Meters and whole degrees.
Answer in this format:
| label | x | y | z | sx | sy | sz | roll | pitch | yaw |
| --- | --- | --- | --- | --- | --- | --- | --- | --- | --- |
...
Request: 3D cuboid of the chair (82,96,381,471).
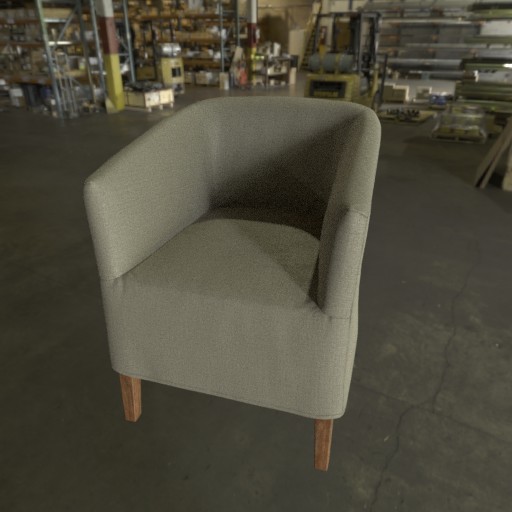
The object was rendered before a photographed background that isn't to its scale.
| label | x | y | z | sx | sy | sz | roll | pitch | yaw |
| --- | --- | --- | --- | --- | --- | --- | --- | --- | --- |
| chair | 0.000 | 0.000 | 1.234 | 0.600 | 0.771 | 0.668 | 8 | 28 | 15 |
